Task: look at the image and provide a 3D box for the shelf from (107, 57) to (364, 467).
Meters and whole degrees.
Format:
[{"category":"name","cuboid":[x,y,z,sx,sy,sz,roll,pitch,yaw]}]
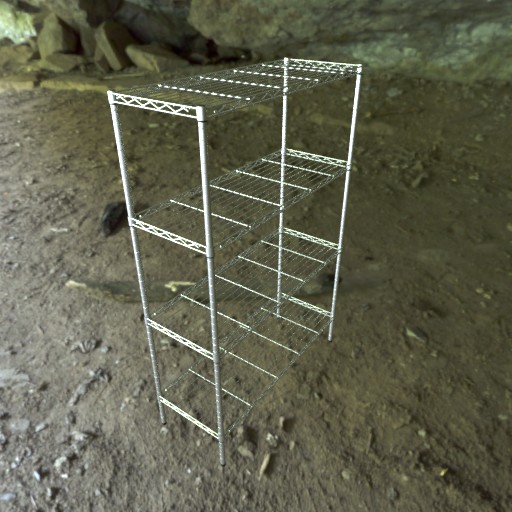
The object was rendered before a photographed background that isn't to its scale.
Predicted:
[{"category":"shelf","cuboid":[0.000,0.000,1.777,0.352,1.360,0.907,20,36,30]}]
